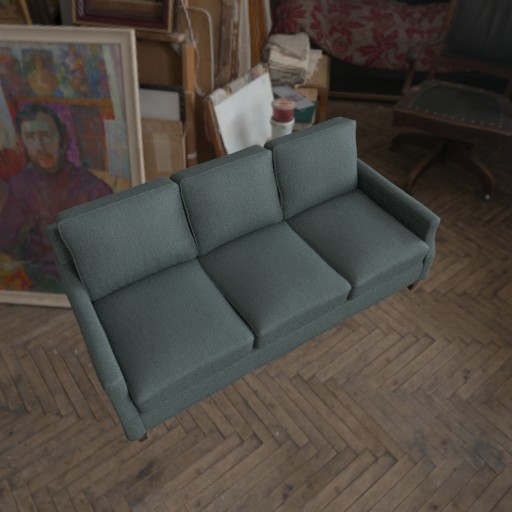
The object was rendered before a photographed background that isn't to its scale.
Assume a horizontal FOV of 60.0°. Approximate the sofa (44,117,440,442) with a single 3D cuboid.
[{"bbox_3d":[0.000,0.000,2.815,2.246,1.003,1.084,-24,51,-21],"label":"sofa"}]
